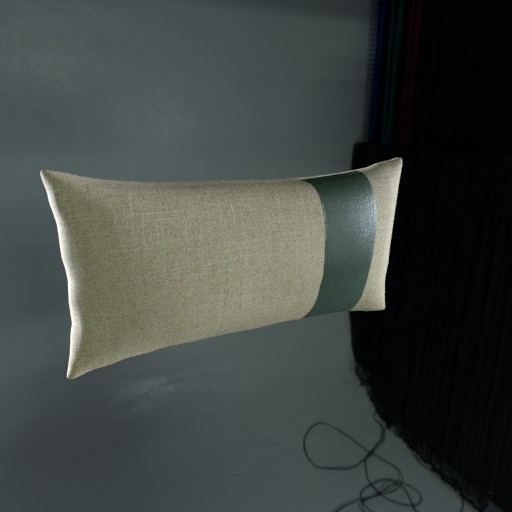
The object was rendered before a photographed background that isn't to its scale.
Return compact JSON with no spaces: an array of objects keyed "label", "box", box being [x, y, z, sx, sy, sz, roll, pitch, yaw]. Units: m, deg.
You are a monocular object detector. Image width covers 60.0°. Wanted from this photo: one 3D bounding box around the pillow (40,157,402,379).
[{"label":"pillow","box":[0.000,0.000,1.030,0.859,0.429,0.197,-8,18,-26]}]
